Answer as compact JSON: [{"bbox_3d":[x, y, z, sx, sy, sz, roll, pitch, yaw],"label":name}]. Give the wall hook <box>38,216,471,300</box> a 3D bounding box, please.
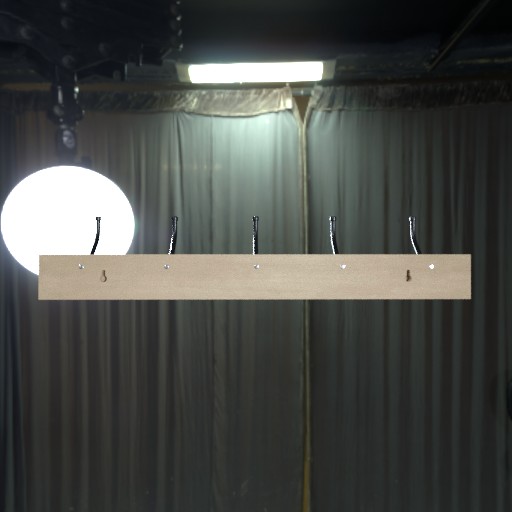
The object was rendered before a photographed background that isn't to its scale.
[{"bbox_3d":[0.000,0.000,0.621,0.571,0.117,0.071,0,0,-1],"label":"wall hook"}]
